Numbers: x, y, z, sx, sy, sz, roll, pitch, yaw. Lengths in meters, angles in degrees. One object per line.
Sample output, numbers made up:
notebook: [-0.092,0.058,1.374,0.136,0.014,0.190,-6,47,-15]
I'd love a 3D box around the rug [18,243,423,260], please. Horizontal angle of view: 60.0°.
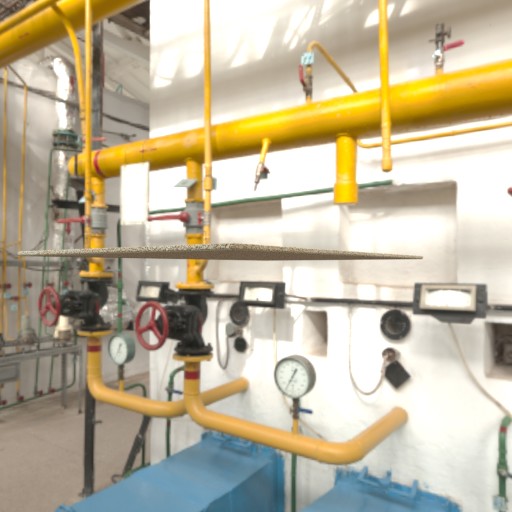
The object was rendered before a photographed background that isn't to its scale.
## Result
rug: [0.000,0.000,2.918,1.500,0.025,2.346,-1,-2,36]
